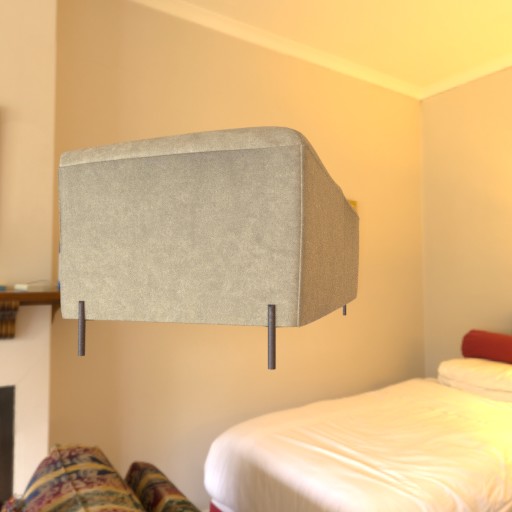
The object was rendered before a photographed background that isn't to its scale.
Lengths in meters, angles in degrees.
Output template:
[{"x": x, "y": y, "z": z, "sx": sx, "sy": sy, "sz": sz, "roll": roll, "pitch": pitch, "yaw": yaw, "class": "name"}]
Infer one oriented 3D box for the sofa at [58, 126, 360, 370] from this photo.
[{"x": 0.000, "y": 0.000, "z": 2.287, "sx": 0.905, "sy": 0.747, "sz": 1.878, "roll": -1, "pitch": -3, "yaw": 18, "class": "sofa"}]
